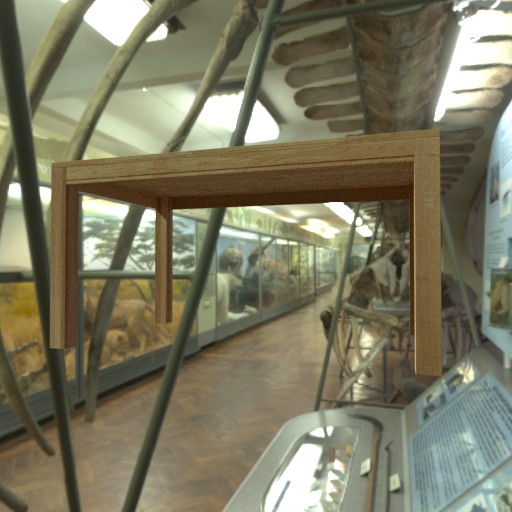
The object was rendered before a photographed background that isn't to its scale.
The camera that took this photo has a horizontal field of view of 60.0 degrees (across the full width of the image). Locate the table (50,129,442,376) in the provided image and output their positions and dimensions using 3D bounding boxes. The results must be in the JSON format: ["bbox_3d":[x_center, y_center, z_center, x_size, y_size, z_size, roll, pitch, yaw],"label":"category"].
[{"bbox_3d":[0.000,0.000,2.035,1.500,0.770,0.900,0,-1,18],"label":"table"}]
